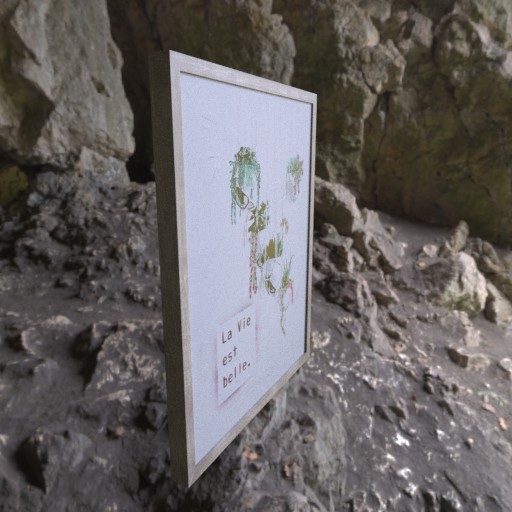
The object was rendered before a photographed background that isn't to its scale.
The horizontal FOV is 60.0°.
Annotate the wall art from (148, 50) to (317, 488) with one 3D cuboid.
[{"bbox_3d":[0.000,0.000,0.696,0.032,0.521,0.421,7,15,27],"label":"wall art"}]
